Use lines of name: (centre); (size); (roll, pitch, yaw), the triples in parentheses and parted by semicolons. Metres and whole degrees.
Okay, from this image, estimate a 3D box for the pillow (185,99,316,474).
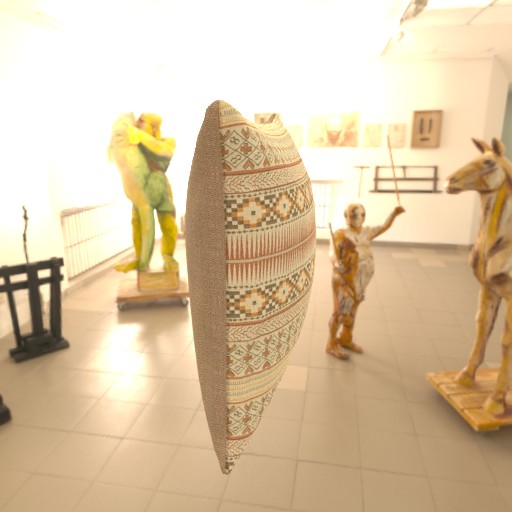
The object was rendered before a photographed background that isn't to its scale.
pillow: (0.000, 0.000, 0.812); (0.215, 0.519, 0.521); (3, 16, 9)
